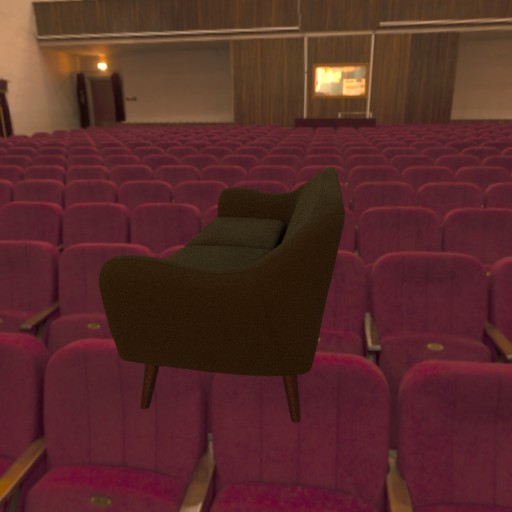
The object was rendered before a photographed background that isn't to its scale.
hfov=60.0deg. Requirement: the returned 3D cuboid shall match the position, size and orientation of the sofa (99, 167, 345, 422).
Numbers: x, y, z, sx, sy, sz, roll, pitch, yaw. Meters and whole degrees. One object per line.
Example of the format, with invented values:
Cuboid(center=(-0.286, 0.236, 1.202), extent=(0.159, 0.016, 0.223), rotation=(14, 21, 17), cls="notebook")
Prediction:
Cuboid(center=(0.000, 0.000, 2.308), extent=(0.820, 0.836, 1.840), rotation=(2, 16, 8), cls="sofa")
